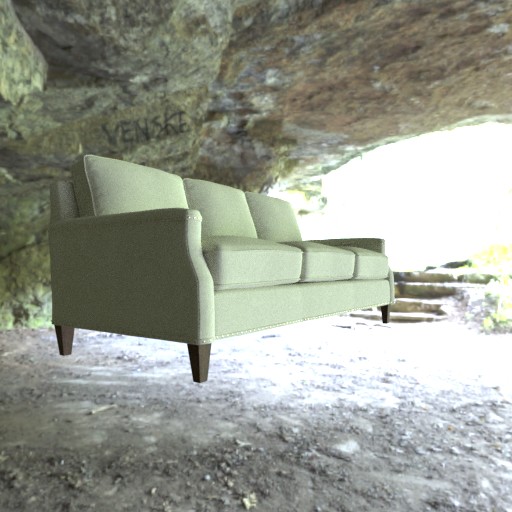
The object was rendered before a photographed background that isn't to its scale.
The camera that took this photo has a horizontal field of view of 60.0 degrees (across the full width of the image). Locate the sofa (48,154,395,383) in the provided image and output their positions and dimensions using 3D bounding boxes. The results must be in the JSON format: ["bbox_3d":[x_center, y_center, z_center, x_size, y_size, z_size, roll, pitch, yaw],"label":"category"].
[{"bbox_3d":[0.000,0.000,2.814,1.084,1.003,2.246,-1,-2,35],"label":"sofa"}]
